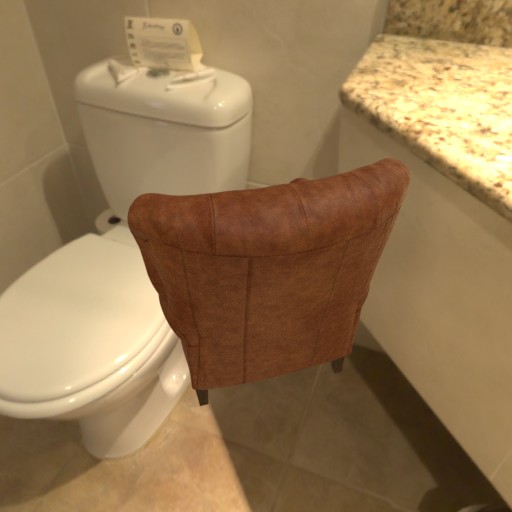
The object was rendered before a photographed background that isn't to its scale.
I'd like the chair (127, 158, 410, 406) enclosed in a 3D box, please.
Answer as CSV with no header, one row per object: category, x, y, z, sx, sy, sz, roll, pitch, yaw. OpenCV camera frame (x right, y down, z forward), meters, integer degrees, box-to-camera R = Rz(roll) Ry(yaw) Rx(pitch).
chair,0.000,0.000,1.934,0.951,1.164,1.059,-10,42,-11
